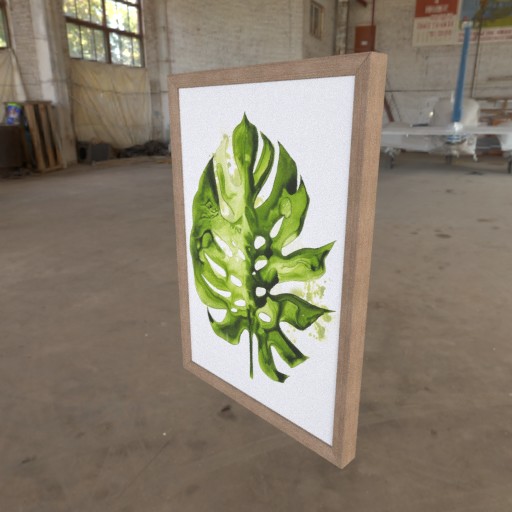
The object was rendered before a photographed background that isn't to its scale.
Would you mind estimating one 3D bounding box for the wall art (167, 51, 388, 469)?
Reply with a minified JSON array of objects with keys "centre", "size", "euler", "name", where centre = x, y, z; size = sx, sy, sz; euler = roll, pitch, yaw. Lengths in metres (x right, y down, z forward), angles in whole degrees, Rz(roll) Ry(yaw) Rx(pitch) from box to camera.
[{"centre":[0.000,0.000,0.643],"size":[0.031,0.509,0.356],"euler":[-17,24,-42],"name":"wall art"}]
